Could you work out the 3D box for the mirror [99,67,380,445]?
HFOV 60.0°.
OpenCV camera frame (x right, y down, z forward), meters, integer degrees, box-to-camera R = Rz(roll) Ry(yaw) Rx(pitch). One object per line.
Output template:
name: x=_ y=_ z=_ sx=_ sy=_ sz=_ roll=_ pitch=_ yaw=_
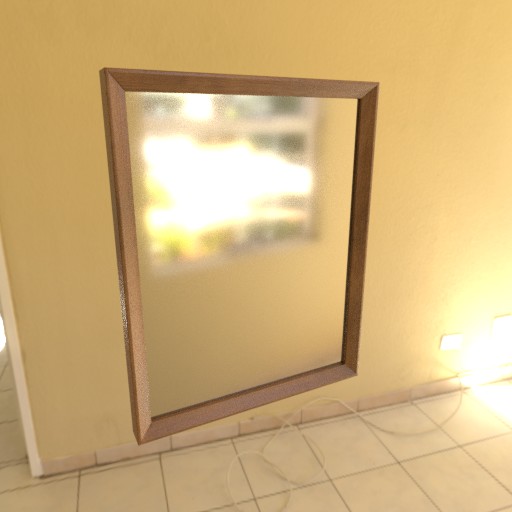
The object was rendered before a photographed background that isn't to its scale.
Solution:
mirror: x=0.000 y=0.000 z=0.677 sx=0.406 sy=0.509 sz=0.041 roll=-8 pitch=19 yaw=-26
